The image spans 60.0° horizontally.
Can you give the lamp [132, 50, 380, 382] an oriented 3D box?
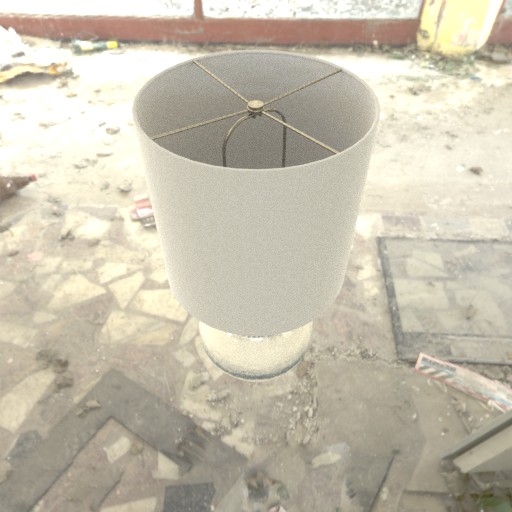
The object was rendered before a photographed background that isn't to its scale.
[{"bbox_3d":[0.000,0.000,0.539,0.216,0.404,0.216,17,49,16],"label":"lamp"}]
